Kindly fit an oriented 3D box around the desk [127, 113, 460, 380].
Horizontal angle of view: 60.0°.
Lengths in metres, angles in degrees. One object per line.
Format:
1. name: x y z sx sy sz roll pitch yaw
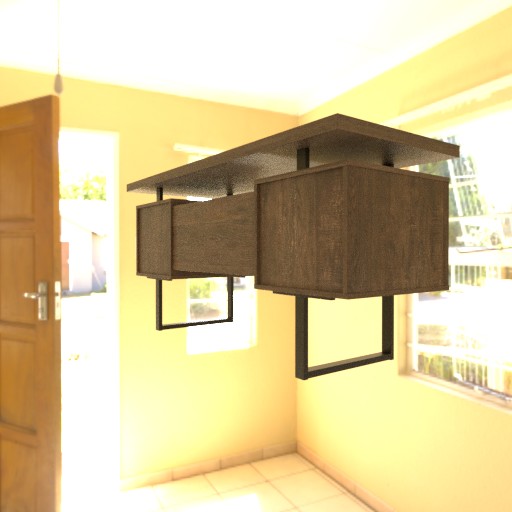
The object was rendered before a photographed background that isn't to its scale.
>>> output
1. desk: 0.000 0.000 1.948 0.600 0.760 1.524 0 1 -36
